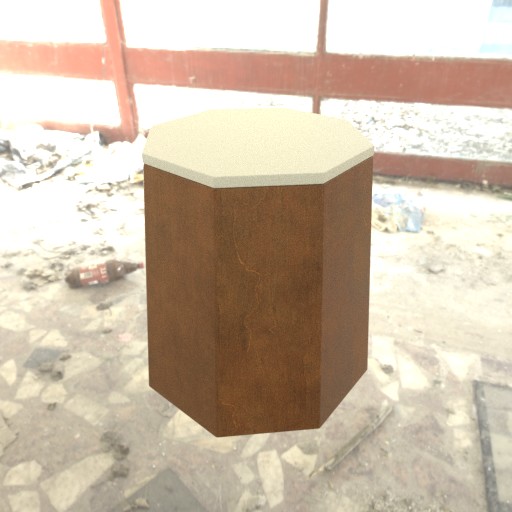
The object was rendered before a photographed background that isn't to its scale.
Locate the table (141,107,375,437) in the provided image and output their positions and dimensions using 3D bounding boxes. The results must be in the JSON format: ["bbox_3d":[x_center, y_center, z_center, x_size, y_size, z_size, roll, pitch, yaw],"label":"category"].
[{"bbox_3d":[0.000,0.000,0.829,0.439,0.457,0.439,22,38,31],"label":"table"}]
